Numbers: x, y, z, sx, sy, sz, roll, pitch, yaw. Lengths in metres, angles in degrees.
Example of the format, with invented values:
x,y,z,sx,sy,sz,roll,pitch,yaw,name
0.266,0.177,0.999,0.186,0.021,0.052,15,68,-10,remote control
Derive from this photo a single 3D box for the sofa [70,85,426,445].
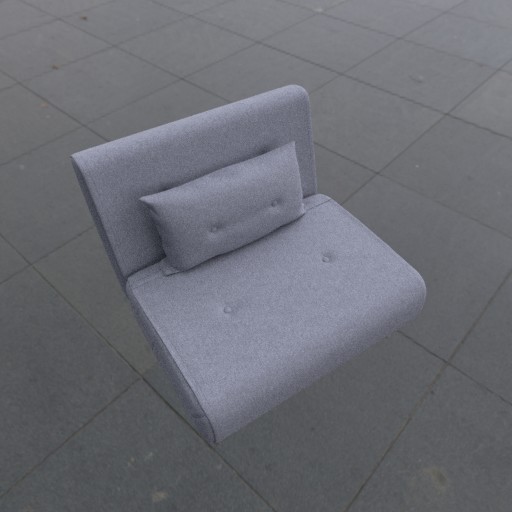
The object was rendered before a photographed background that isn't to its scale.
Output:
x,y,z,sx,sy,sz,roll,pitch,yaw,name
0.000,0.000,1.791,1.020,0.825,1.000,-25,53,-21,sofa
